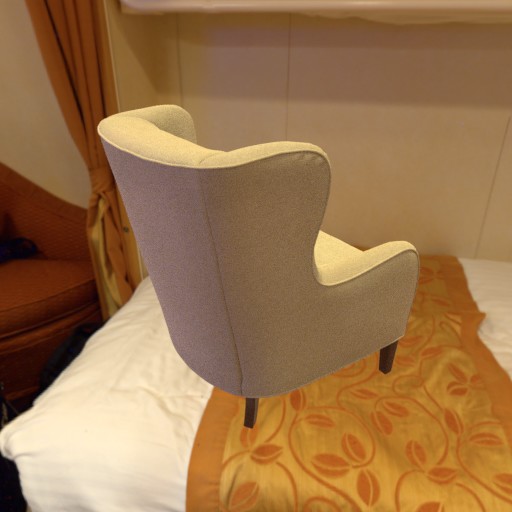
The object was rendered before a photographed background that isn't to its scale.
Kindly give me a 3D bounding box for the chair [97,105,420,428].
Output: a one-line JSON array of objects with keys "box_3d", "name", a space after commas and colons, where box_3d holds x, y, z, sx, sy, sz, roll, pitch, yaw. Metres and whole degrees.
[{"box_3d": [0.000, 0.000, 1.690, 0.966, 1.040, 0.838, -18, 32, -30], "name": "chair"}]
